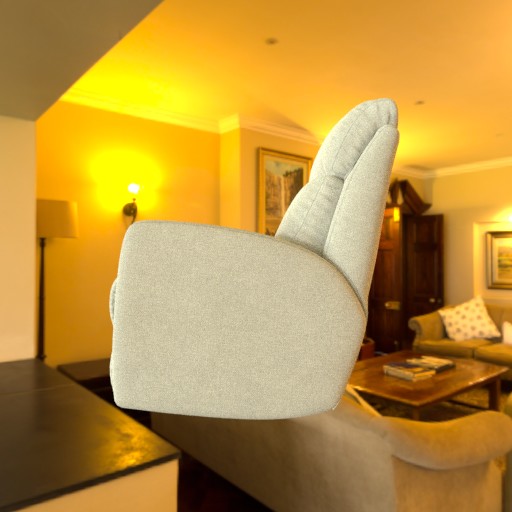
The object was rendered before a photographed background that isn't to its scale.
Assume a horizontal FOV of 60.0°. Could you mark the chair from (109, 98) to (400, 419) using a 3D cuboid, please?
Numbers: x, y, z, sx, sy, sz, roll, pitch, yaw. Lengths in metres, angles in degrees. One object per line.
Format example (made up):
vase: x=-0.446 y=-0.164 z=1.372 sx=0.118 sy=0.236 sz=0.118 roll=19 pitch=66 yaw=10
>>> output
chair: x=0.000 y=0.000 z=1.697 sx=0.941 sy=1.015 sz=0.812 roll=0 pitch=-1 yaw=1
